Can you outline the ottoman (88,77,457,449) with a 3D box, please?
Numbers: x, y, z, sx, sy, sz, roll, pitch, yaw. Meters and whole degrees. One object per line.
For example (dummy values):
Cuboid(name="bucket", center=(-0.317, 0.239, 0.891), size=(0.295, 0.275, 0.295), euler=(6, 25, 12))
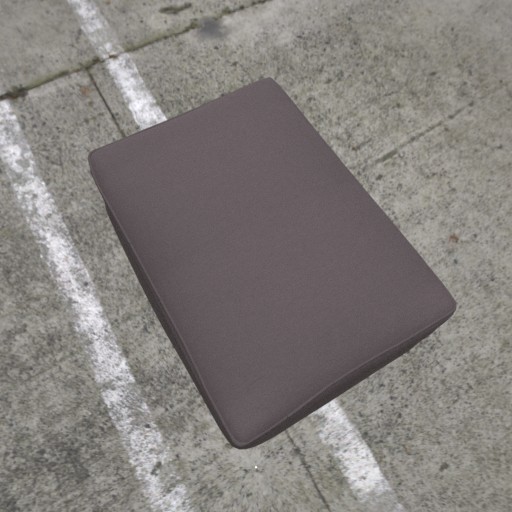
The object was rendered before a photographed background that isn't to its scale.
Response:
Cuboid(name="ottoman", center=(0.000, 0.000, 0.998), size=(0.508, 0.406, 0.686), euler=(-28, 68, -13))
